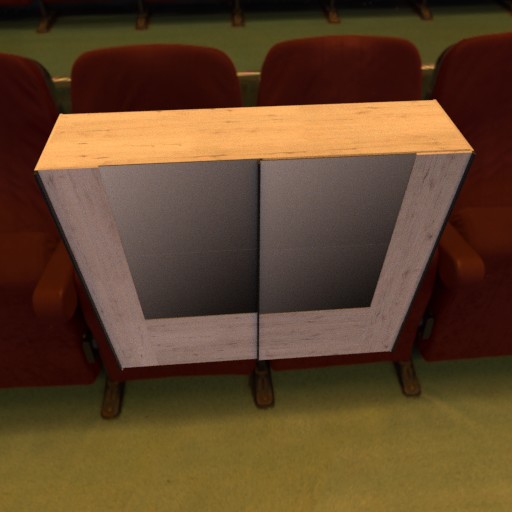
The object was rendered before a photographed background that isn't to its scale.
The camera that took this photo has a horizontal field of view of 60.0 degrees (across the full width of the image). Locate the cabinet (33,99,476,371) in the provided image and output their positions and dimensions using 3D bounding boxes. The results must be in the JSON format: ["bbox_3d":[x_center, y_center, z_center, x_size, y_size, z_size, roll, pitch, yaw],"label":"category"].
[{"bbox_3d":[0.000,0.000,3.501,2.500,2.180,0.660,-3,46,-3],"label":"cabinet"}]
